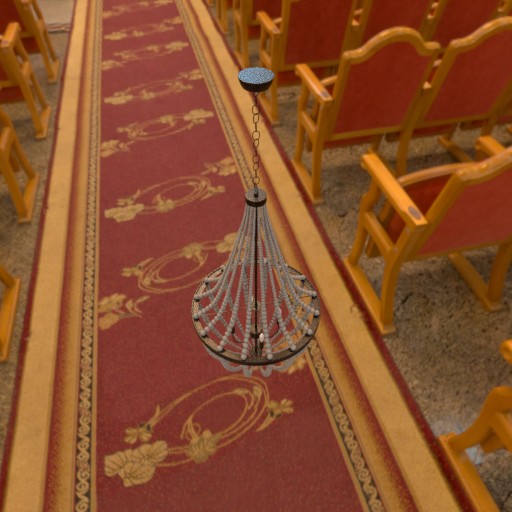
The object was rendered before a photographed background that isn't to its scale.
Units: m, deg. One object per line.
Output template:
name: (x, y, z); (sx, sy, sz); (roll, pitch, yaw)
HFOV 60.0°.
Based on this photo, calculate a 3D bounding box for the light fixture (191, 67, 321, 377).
light fixture: (0.000, 0.000, 1.365); (0.450, 1.133, 0.450); (0, 47, 0)
